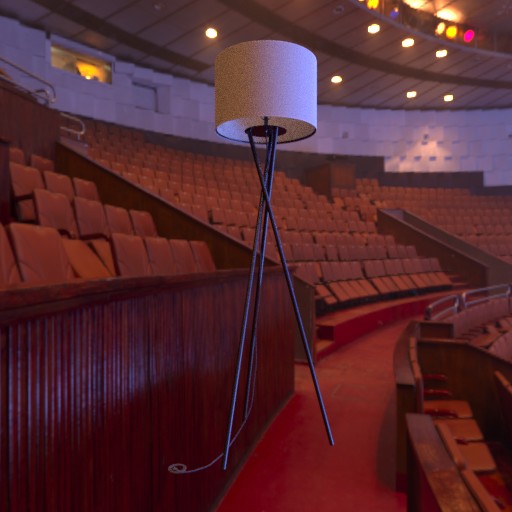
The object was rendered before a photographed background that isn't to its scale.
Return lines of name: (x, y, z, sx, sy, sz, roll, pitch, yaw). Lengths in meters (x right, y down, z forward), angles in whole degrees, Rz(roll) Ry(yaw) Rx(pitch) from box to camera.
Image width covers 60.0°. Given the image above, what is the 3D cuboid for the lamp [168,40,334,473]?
lamp: (0.000, 0.000, 1.908, 0.667, 1.624, 0.522, 0, 0, 0)
